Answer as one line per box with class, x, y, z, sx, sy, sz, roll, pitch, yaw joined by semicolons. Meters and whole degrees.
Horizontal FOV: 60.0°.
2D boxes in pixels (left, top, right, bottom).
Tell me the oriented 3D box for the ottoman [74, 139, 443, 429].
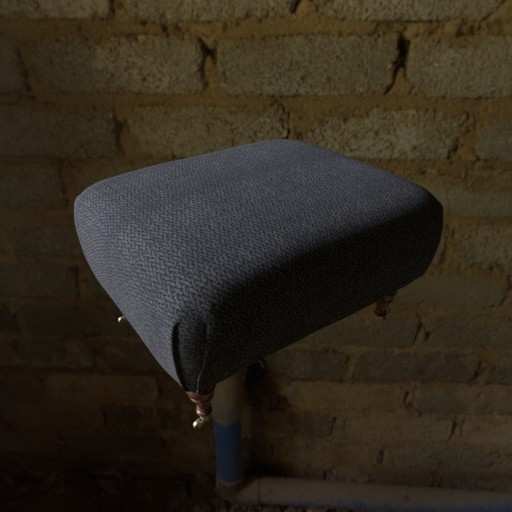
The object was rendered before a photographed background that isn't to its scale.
ottoman;0.000;0.000;1.145;0.747;0.450;0.622;-21;37;-30
